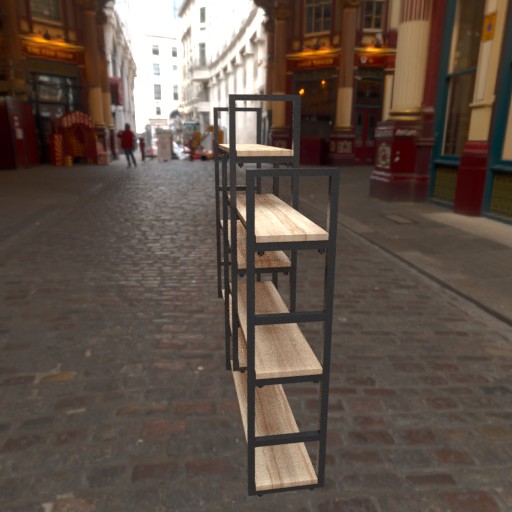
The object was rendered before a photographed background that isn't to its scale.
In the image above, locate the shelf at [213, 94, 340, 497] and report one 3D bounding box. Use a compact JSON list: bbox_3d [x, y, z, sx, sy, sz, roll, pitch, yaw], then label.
[{"bbox_3d":[0.000,0.000,1.376,0.183,0.921,0.946,-2,16,-9],"label":"shelf"}]
